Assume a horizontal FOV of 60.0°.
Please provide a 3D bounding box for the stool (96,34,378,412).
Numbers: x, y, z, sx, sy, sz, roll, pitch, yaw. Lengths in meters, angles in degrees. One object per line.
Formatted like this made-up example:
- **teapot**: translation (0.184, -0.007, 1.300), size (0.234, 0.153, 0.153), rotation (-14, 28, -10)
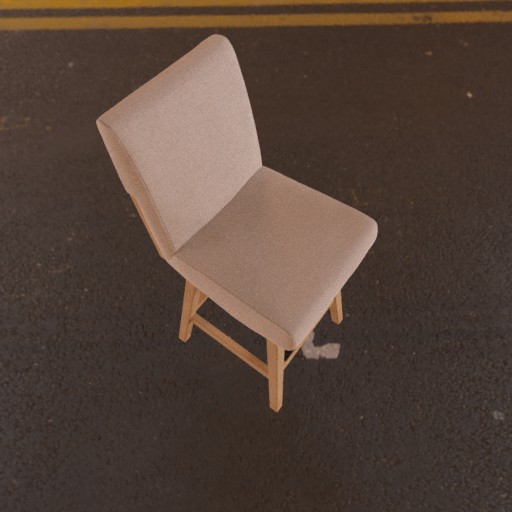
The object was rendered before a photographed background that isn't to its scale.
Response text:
- **stool**: translation (0.000, 0.000, 1.302), size (0.543, 1.015, 0.446), rotation (32, 63, 19)
